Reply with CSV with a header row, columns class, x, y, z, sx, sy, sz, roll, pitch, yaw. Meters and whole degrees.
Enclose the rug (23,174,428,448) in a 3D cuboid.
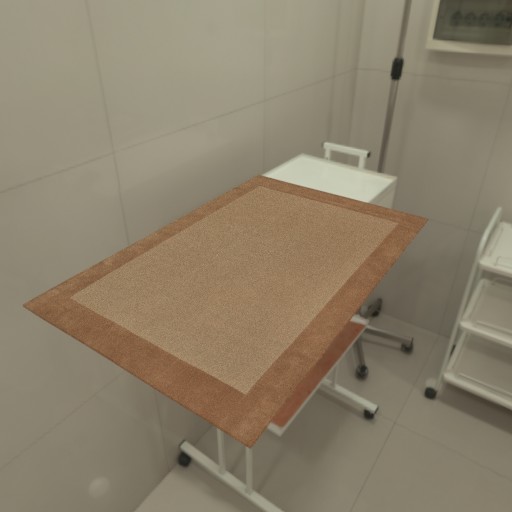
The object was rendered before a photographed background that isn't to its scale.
class,x,y,z,sx,sy,sz,roll,pitch,yaw
rug,0.000,0.000,2.276,1.219,0.014,1.829,20,37,29
